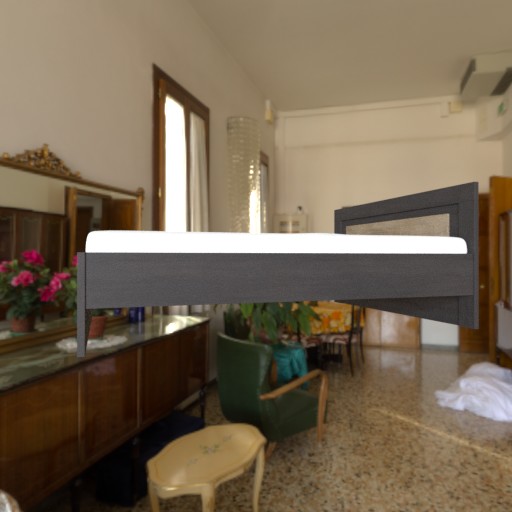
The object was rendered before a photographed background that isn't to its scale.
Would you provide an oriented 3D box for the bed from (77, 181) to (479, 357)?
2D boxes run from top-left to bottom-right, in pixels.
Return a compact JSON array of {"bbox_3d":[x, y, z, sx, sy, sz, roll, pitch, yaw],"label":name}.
[{"bbox_3d":[0.000,0.000,2.877,2.073,0.823,1.585,0,0,-19],"label":"bed"}]
